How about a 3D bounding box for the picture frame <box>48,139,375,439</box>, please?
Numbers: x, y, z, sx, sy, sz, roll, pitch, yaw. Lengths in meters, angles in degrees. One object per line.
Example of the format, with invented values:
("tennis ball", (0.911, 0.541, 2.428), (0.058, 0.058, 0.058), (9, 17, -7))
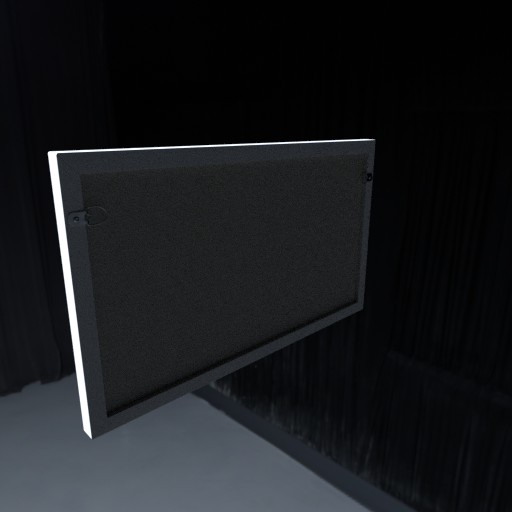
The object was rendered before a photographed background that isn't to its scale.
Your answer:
("picture frame", (0.000, 0.000, 0.771), (0.647, 0.379, 0.044), (-15, 22, -41))
